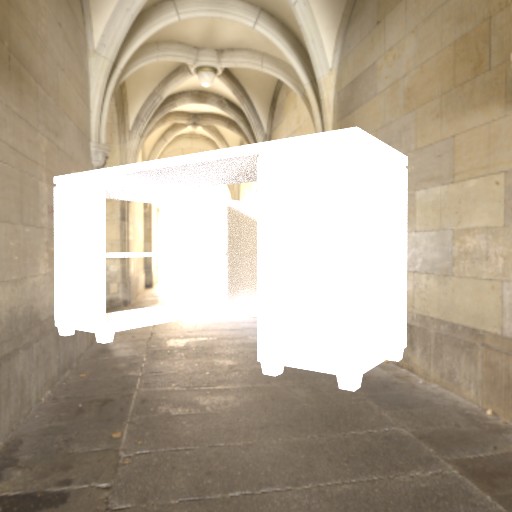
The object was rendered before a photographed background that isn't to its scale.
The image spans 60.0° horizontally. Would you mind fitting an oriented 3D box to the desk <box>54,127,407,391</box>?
[{"bbox_3d":[0.000,0.000,2.189,1.524,0.759,1.199,1,1,35],"label":"desk"}]
